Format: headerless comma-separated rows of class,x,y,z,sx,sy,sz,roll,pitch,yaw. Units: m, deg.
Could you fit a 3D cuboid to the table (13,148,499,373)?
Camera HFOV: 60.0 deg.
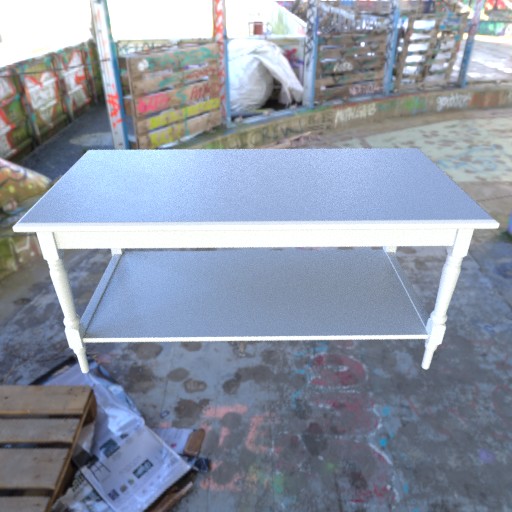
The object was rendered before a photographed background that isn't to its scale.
table,0.000,0.000,1.372,1.109,0.506,0.551,0,31,-1
